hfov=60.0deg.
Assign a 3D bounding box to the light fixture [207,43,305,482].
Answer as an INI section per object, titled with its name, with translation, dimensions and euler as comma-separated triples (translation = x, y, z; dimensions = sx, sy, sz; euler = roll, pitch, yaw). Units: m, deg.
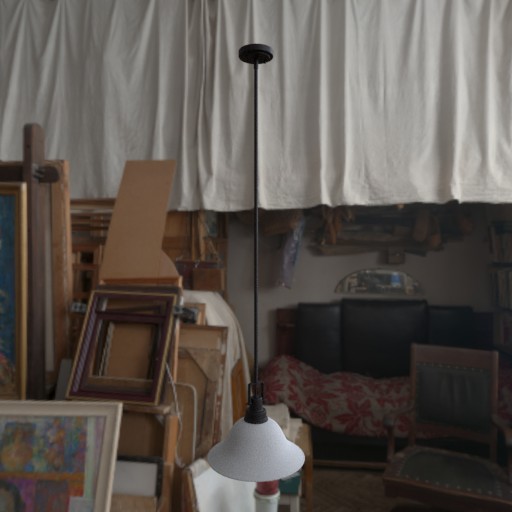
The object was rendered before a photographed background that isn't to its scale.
[light fixture]
translation = 0.000, 0.000, 1.463
dimensions = 0.324, 1.337, 0.324
euler = -1, 2, -34
